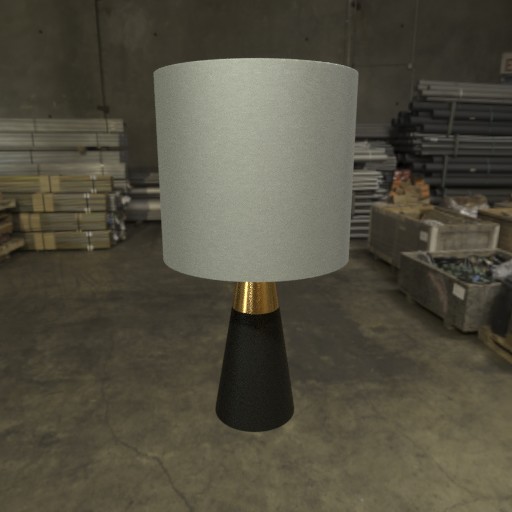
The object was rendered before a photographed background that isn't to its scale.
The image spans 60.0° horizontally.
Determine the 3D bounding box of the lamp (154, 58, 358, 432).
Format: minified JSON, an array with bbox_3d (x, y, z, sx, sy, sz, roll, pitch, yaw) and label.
[{"bbox_3d":[0.000,0.000,0.752,0.308,0.580,0.308,-2,14,-7],"label":"lamp"}]
